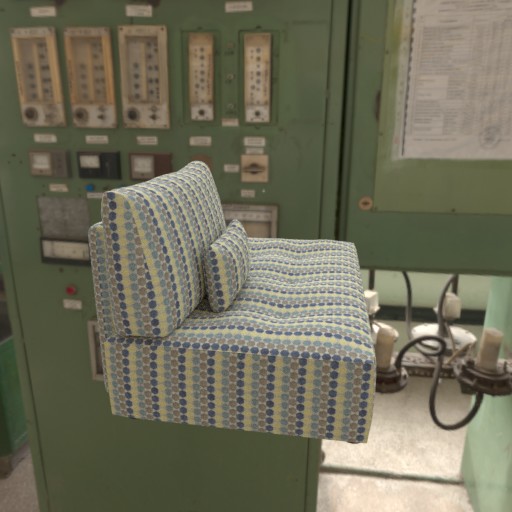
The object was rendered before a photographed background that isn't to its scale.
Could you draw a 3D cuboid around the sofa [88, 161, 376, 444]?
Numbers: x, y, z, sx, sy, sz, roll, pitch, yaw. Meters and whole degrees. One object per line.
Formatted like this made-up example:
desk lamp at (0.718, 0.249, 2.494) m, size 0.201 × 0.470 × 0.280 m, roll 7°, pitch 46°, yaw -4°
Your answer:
sofa at (0.000, 0.000, 2.055) m, size 1.000 × 0.820 × 1.450 m, roll 3°, pitch 17°, yaw 9°
